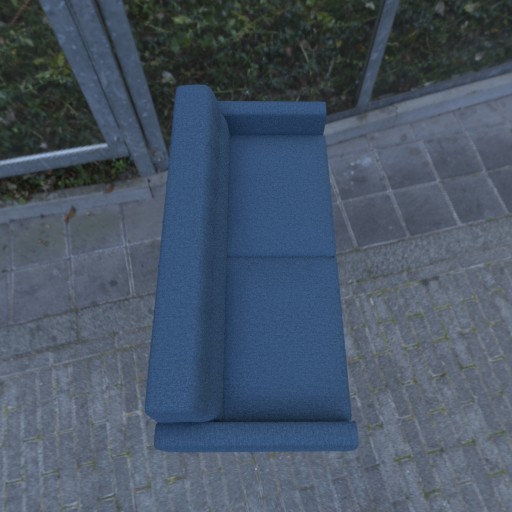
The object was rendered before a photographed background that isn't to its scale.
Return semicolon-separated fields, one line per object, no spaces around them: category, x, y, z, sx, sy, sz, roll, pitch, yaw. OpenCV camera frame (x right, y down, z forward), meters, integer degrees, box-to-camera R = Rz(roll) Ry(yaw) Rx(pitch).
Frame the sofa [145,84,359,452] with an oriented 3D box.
sofa;0.000;0.000;2.550;0.942;0.884;2.055;0;64;0
